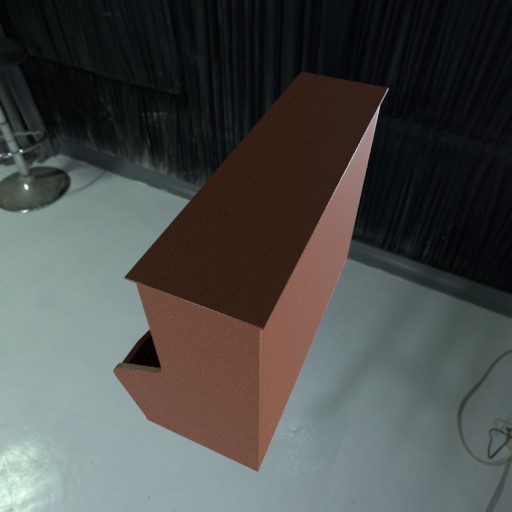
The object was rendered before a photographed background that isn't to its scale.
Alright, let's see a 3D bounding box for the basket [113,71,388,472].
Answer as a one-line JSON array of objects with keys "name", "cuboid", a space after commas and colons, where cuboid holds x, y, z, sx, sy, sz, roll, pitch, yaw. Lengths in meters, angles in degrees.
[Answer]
[{"name": "basket", "cuboid": [0.000, 0.000, 1.142, 0.376, 0.625, 0.792, 18, 49, 16]}]
